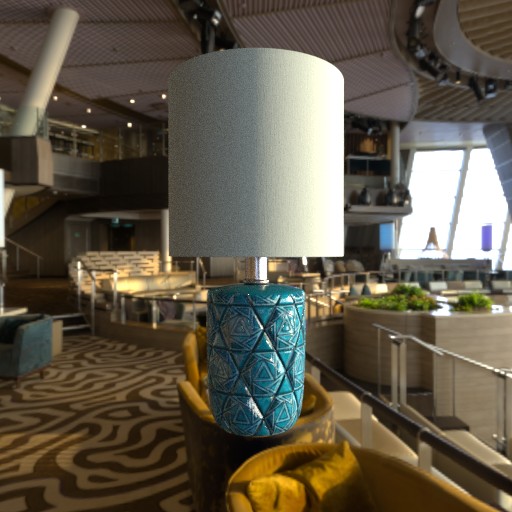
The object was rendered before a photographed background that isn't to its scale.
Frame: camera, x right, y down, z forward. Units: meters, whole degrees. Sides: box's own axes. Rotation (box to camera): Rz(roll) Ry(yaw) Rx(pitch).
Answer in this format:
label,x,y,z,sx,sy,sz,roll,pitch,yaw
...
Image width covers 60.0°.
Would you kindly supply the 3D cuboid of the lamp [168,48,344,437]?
label,x,y,z,sx,sy,sz,roll,pitch,yaw
lamp,0.000,0.000,0.498,0.193,0.377,0.193,0,1,-35
